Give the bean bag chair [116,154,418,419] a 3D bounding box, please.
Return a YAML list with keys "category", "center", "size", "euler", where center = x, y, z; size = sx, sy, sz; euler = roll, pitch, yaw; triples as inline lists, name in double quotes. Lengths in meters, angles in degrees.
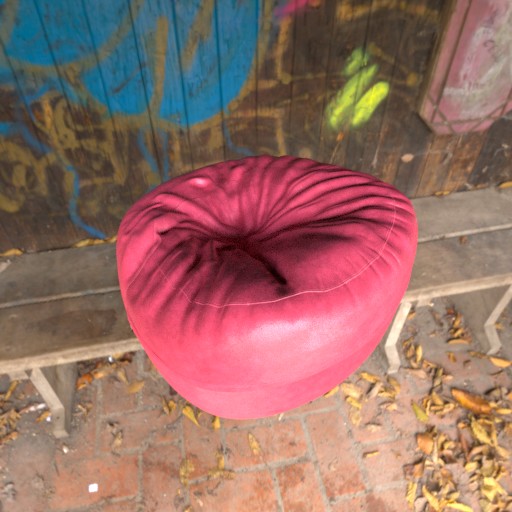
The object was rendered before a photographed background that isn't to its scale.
- category: "bean bag chair"
  center: [0.000, 0.000, 2.379]
  size: [1.524, 0.878, 1.524]
  euler: [-31, 53, -27]
